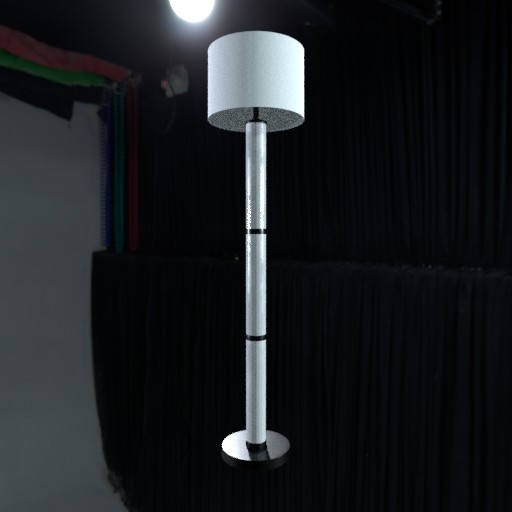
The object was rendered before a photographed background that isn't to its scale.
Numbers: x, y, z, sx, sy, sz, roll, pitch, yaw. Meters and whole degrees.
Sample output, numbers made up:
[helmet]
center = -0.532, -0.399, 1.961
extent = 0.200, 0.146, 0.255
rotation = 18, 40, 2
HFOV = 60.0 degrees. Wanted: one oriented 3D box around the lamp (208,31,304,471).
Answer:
[lamp]
center = 0.000, 0.000, 1.766
extent = 0.377, 1.599, 0.377
rotation = 2, 3, 36
